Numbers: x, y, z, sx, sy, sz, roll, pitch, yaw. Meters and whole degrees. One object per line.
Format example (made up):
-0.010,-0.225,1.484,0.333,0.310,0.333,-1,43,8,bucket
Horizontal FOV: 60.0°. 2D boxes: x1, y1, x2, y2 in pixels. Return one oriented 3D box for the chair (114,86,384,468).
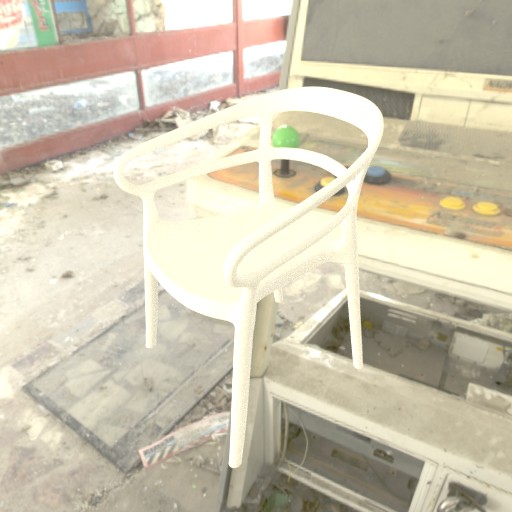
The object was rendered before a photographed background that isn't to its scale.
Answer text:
0.000,0.000,1.153,0.527,0.761,0.559,-20,37,-29,chair
